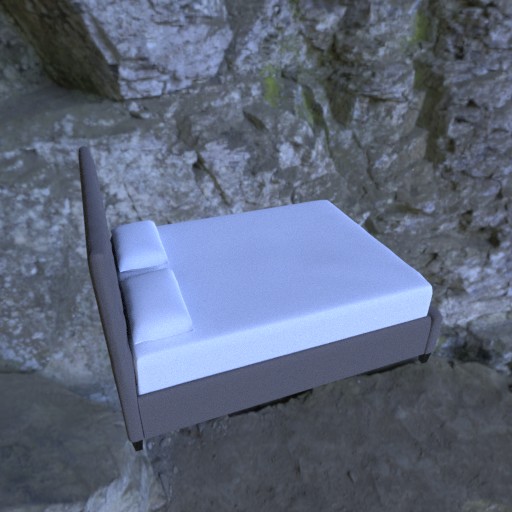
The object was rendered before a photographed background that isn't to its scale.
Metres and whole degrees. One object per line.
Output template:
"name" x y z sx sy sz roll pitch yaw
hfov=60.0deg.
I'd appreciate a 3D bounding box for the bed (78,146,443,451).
"bed" 0.000 0.000 3.328 2.233 1.426 1.696 -11 33 -17
